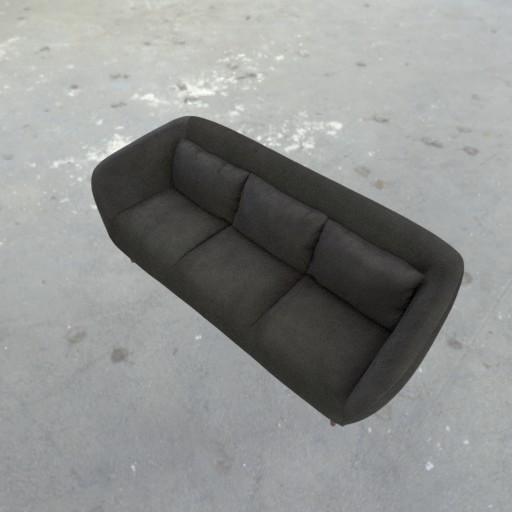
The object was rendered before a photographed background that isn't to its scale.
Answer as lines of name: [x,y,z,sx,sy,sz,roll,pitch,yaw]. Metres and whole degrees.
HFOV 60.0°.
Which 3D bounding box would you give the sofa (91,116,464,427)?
sofa: [0.000,0.000,2.775,2.296,0.875,0.956,34,55,27]
